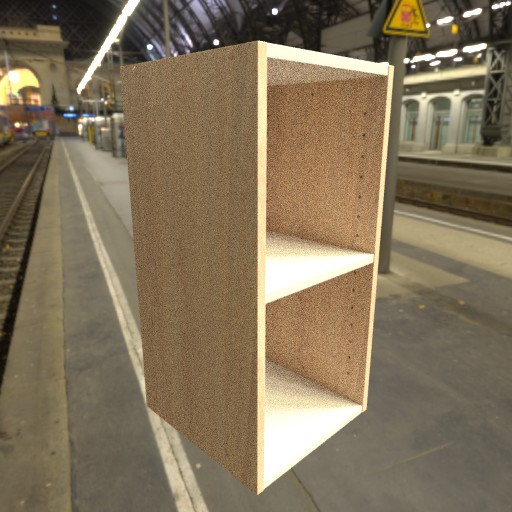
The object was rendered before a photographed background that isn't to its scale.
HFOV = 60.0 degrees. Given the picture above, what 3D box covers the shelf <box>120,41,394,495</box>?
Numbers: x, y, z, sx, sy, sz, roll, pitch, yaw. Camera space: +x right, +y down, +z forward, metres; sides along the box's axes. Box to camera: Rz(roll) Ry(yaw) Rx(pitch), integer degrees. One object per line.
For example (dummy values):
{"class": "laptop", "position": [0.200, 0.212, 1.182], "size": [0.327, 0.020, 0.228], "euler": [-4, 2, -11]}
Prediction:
{"class": "shelf", "position": [0.000, 0.000, 0.750], "size": [0.290, 0.594, 0.297], "euler": [-15, 22, -42]}
